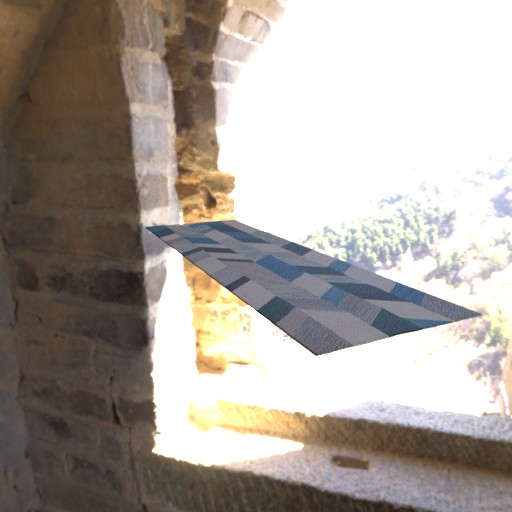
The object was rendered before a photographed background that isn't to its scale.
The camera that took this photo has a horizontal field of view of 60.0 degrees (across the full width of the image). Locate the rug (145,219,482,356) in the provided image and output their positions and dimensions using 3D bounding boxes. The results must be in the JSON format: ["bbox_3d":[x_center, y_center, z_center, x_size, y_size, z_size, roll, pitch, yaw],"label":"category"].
[{"bbox_3d":[0.000,0.000,2.602,0.774,0.008,2.437,-7,16,-25],"label":"rug"}]
